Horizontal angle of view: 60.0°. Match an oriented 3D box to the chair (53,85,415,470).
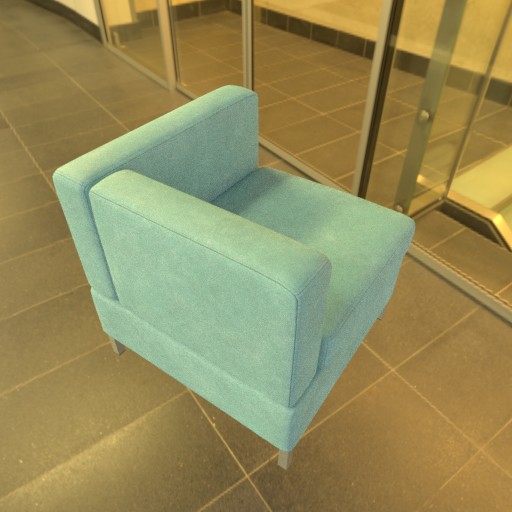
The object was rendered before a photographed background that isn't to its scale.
[{"bbox_3d":[0.000,0.000,1.236,0.680,0.660,0.680,25,47,25],"label":"chair"}]
